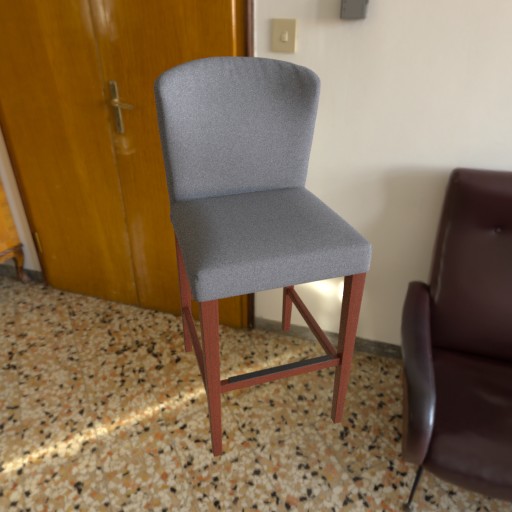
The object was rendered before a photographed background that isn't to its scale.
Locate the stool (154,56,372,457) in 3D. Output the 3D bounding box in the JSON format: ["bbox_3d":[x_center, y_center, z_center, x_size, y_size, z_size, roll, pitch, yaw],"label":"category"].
[{"bbox_3d":[0.000,0.000,1.358,0.481,1.069,0.568,-9,31,-15],"label":"stool"}]
